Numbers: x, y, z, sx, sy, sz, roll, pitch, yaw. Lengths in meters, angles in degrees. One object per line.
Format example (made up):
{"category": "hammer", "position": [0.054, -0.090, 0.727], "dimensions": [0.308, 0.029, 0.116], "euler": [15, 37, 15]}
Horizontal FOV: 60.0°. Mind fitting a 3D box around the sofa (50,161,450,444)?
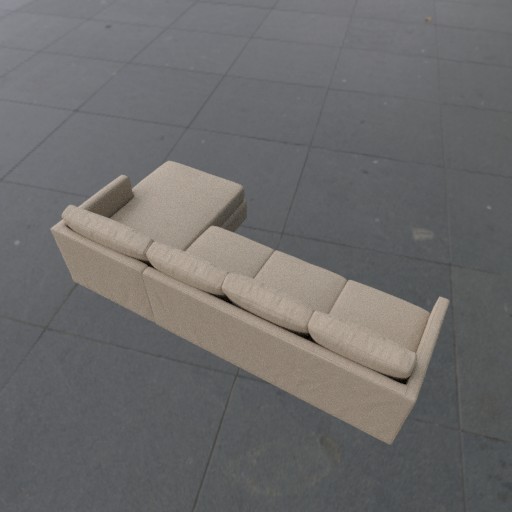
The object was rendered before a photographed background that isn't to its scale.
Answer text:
{"category": "sofa", "position": [0.000, 0.000, 3.915], "dimensions": [3.177, 0.867, 1.622], "euler": [22, 50, 20]}
